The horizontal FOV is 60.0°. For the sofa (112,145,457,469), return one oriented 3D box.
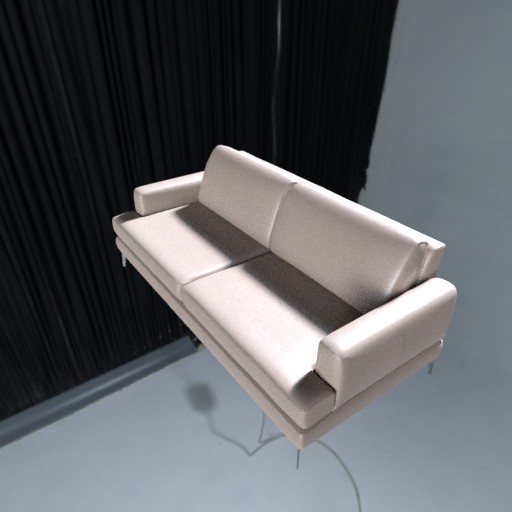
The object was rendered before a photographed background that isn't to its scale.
[{"bbox_3d":[0.000,0.000,2.481,0.974,0.765,1.940,-21,37,-30],"label":"sofa"}]
